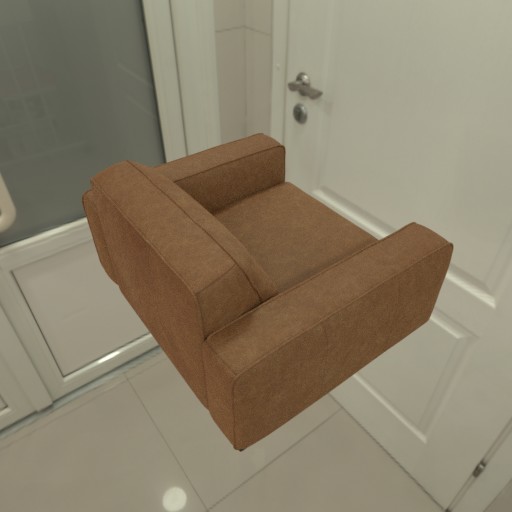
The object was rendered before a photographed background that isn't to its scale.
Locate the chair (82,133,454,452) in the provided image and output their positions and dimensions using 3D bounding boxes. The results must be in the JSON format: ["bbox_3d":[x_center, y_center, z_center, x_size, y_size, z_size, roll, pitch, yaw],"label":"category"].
[{"bbox_3d":[0.000,0.000,1.757,0.952,0.782,1.118,-26,47,-27],"label":"chair"}]
